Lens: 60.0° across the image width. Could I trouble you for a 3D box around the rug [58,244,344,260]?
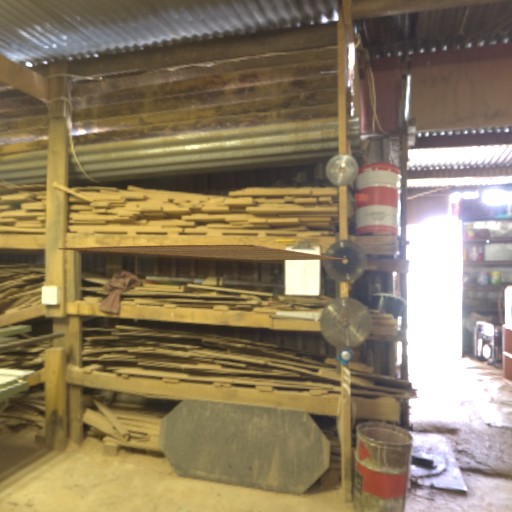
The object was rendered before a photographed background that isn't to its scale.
[{"bbox_3d":[0.000,0.000,2.731,0.799,0.010,2.444,-1,-2,18],"label":"rug"}]
